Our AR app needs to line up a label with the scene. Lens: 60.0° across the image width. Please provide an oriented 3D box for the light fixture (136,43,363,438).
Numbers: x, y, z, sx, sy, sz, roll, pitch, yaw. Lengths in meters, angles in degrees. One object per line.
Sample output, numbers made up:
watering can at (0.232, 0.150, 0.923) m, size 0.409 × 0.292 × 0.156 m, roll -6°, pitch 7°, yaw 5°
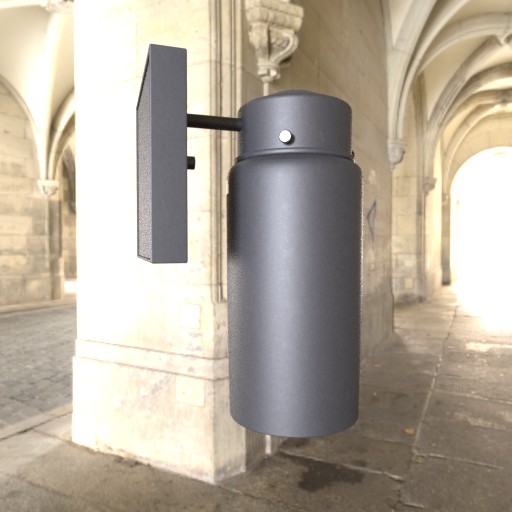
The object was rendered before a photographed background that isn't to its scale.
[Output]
light fixture at (0.000, 0.000, 0.353) m, size 0.176 × 0.257 × 0.130 m, roll -1°, pitch 2°, yaw -19°
